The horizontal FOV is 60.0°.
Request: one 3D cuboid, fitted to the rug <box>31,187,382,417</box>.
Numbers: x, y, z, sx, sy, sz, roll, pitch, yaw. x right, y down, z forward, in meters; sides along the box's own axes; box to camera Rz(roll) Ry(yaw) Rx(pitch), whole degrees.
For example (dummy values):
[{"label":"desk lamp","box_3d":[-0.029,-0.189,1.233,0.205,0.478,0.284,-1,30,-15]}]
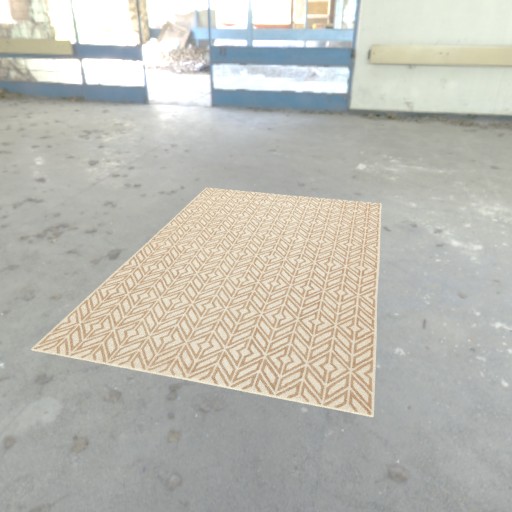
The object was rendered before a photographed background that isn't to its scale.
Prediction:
[{"label":"rug","box_3d":[0.000,0.000,2.261,1.220,0.007,1.828,7,29,13]}]
